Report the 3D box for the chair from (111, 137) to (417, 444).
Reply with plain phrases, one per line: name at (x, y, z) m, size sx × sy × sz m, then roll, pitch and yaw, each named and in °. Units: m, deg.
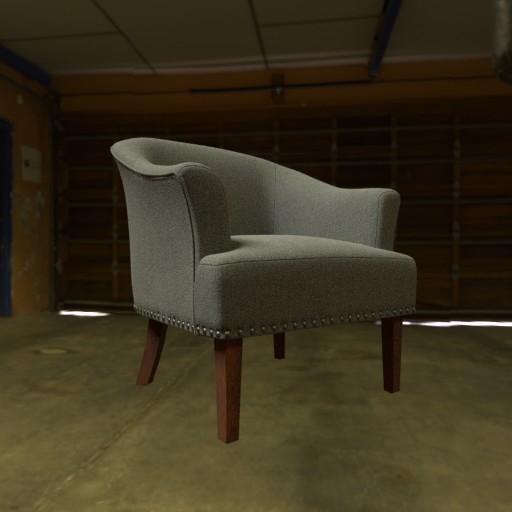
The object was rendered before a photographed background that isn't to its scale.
chair at (0.000, 0.000, 1.392) m, size 0.798 × 0.815 × 0.704 m, roll 0°, pitch 1°, yaw -36°
